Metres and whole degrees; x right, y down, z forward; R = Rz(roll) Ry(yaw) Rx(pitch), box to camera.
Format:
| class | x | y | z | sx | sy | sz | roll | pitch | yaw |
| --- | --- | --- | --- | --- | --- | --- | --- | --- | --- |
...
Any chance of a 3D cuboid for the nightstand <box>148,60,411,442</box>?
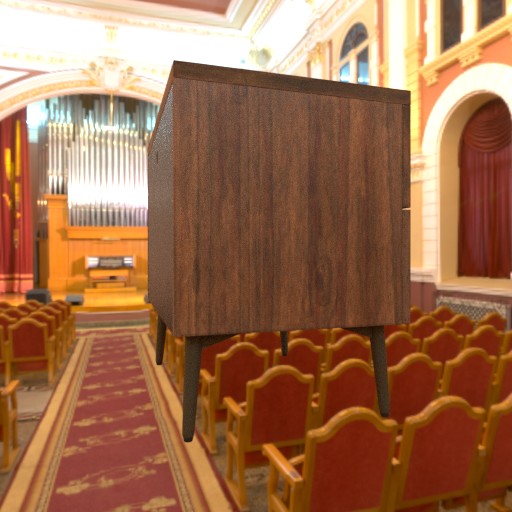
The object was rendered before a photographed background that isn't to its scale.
| class | x | y | z | sx | sy | sz | roll | pitch | yaw |
| --- | --- | --- | --- | --- | --- | --- | --- | --- | --- |
| nightstand | 0.000 | 0.000 | 1.046 | 0.458 | 0.610 | 0.610 | 0 | 0 | -17 |
